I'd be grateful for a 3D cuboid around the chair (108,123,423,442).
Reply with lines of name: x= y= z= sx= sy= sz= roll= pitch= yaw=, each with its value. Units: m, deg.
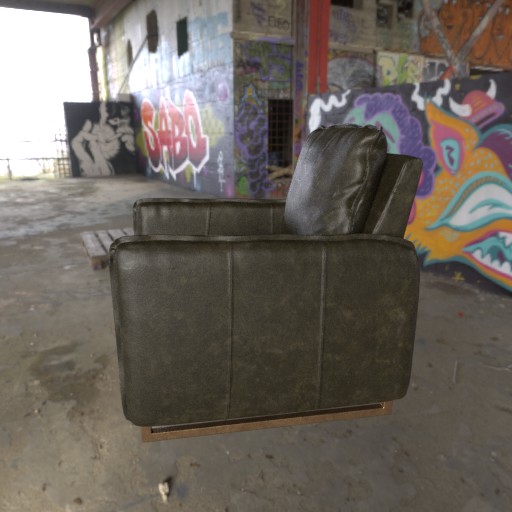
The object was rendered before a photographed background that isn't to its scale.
chair: x=0.000 y=0.000 z=1.600 sx=0.921 sy=0.921 sz=0.830 roll=-3 pitch=16 yaw=-10
